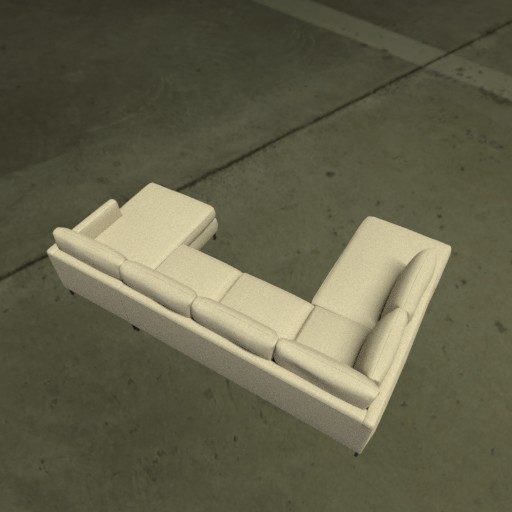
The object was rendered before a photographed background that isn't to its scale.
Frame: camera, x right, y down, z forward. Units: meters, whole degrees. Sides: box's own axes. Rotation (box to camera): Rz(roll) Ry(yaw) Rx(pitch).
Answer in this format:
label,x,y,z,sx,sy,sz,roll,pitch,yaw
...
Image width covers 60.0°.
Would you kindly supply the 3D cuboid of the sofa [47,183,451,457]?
label,x,y,z,sx,sy,sz,roll,pitch,yaw
sofa,0.000,0.000,3.642,2.737,0.756,1.879,24,52,20
